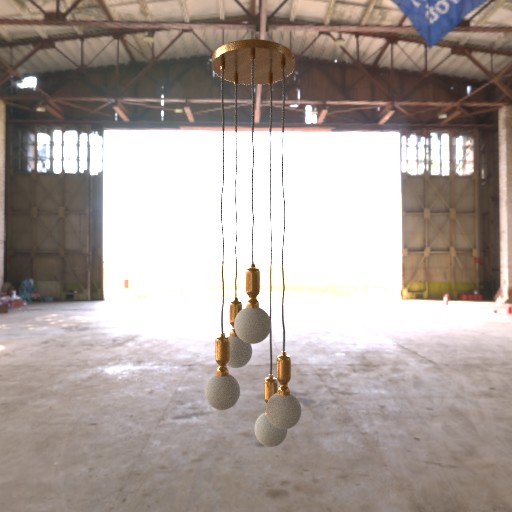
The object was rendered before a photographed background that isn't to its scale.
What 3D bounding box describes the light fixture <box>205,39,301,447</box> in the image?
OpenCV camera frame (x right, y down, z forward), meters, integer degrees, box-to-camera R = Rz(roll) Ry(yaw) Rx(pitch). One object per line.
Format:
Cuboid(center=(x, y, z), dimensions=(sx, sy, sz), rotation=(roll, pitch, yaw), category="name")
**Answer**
Cuboid(center=(0.000, 0.000, 0.510), dimensions=(0.105, 0.457, 0.108), rotation=(0, -1, 18), category="light fixture")
